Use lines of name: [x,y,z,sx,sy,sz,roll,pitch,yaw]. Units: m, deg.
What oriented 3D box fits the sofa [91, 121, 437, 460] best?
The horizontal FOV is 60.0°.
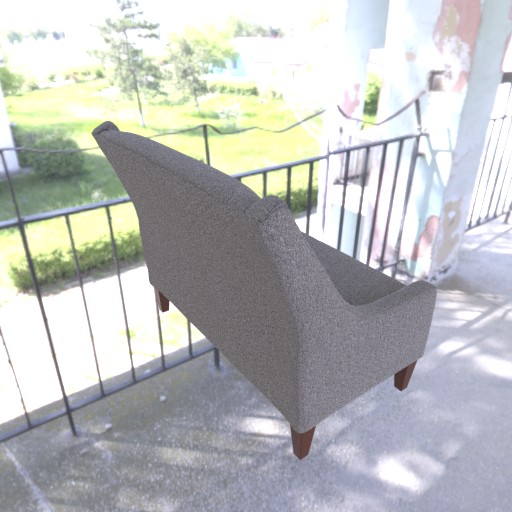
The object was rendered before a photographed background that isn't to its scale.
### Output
sofa: [0.000,0.000,1.895,0.862,1.026,1.242,-19,33,-31]
